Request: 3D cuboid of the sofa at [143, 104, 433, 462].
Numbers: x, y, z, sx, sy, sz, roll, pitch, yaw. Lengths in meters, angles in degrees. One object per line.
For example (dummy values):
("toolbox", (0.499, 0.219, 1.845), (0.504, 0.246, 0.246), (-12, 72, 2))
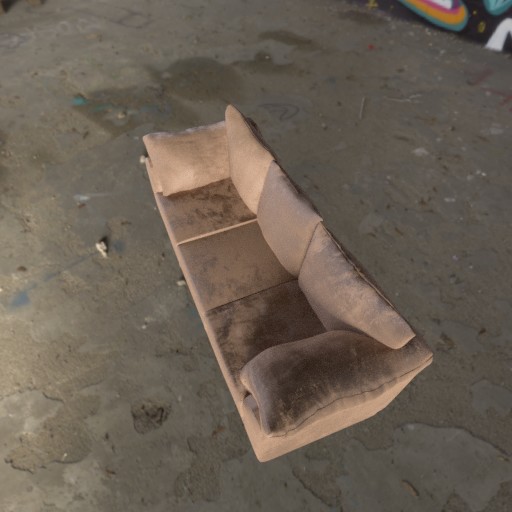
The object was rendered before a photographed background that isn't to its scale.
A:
("sofa", (0.000, 0.000, 2.792), (0.893, 0.981, 2.377), (-17, 49, -15))
